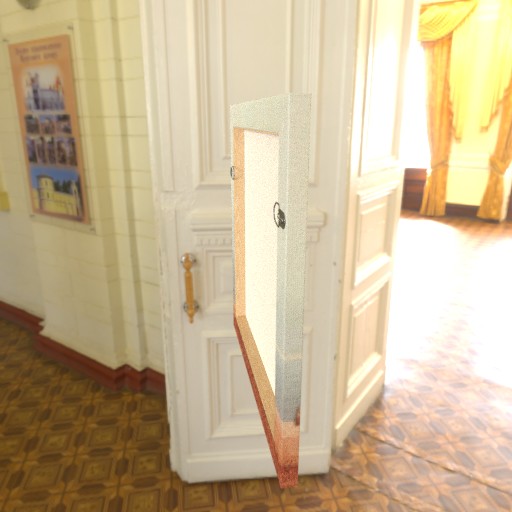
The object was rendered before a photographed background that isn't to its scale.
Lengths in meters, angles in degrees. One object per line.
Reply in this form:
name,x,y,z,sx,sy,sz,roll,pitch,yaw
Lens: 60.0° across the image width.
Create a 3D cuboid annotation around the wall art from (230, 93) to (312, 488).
wall art,0.000,0.000,0.614,0.023,0.405,0.405,-3,18,-10
